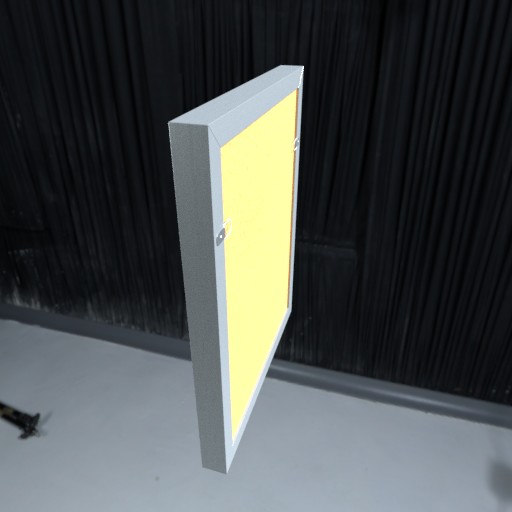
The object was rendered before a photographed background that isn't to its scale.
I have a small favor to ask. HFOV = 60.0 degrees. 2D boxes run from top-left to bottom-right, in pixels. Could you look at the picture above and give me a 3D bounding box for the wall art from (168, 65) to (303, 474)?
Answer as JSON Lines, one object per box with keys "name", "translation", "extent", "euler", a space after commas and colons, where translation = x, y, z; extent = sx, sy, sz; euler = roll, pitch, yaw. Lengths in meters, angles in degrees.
{"name": "wall art", "translation": [0.000, 0.000, 0.522], "extent": [0.030, 0.379, 0.308], "euler": [9, 31, 15]}
